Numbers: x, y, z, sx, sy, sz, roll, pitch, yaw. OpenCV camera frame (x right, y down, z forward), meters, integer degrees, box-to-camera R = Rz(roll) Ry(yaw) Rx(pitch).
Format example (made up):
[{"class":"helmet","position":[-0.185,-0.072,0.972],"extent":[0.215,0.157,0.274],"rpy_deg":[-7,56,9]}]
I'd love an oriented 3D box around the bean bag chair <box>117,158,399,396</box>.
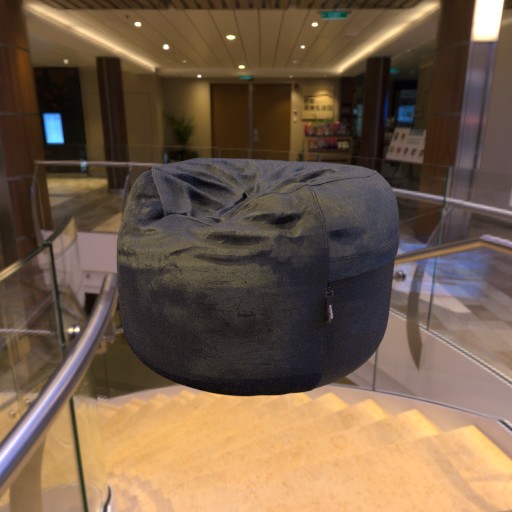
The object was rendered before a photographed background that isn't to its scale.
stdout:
[{"class":"bean bag chair","position":[0.000,0.000,1.502],"extent":[0.918,0.605,0.918],"rpy_deg":[0,17,0]}]
